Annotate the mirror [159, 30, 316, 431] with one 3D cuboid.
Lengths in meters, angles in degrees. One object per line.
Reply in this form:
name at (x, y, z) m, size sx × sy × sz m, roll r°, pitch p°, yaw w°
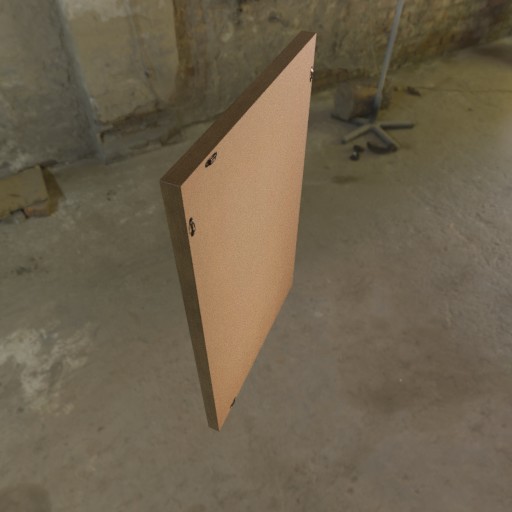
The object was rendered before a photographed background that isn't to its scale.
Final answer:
mirror at (0.000, 0.000, 1.165) m, size 0.041 × 0.915 × 0.609 m, roll 18°, pitch 50°, yaw 16°
